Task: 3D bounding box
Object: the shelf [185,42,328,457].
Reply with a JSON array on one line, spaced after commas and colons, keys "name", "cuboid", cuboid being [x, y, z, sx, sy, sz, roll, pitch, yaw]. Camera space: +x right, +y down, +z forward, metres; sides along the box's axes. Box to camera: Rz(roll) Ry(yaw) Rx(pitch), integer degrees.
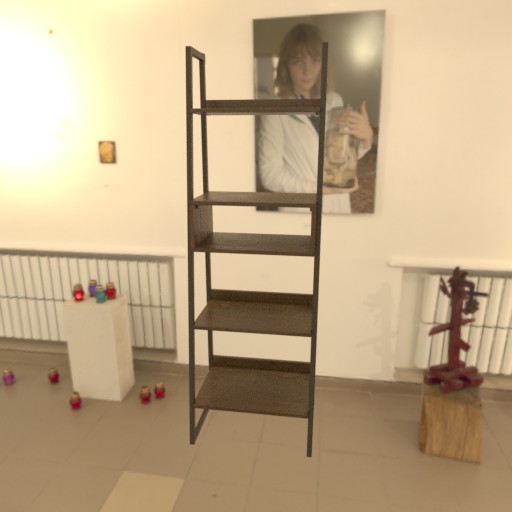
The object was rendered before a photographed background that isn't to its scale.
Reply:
[{"name": "shelf", "cuboid": [0.000, 0.000, 2.283, 0.652, 2.005, 0.454, 2, 16, 8]}]
